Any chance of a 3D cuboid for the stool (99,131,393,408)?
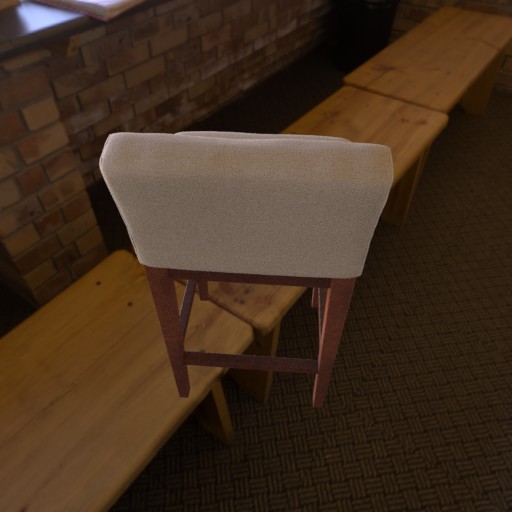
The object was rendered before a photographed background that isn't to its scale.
[{"bbox_3d":[0.000,0.000,1.224,0.511,0.937,0.500,3,46,3],"label":"stool"}]
